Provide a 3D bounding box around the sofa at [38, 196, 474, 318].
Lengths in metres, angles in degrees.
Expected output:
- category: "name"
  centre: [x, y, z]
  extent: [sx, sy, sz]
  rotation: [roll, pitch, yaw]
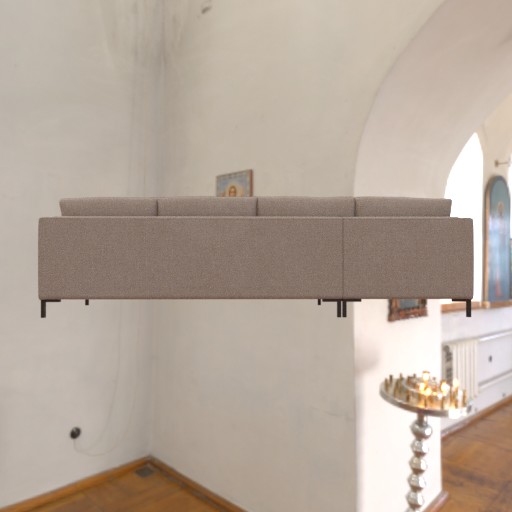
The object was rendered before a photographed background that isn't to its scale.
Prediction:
- category: "sofa"
  centre: [0.000, 0.000, 3.616]
  extent: [2.923, 0.816, 1.469]
  rotation: [0, 0, -1]
